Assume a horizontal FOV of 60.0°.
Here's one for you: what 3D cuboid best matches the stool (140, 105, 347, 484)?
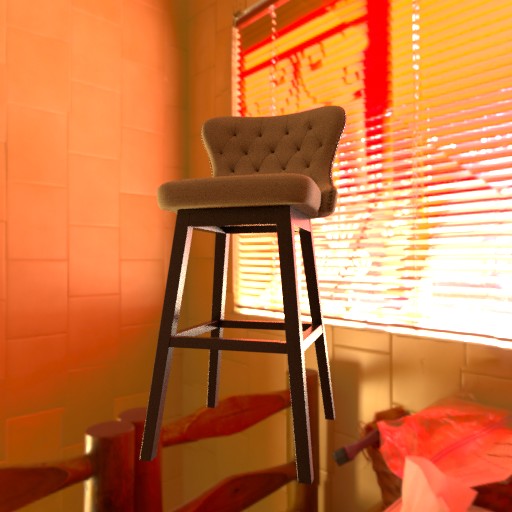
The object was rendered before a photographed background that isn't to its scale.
[{"bbox_3d":[0.000,0.000,1.383,0.528,1.066,0.605,0,-1,17],"label":"stool"}]
